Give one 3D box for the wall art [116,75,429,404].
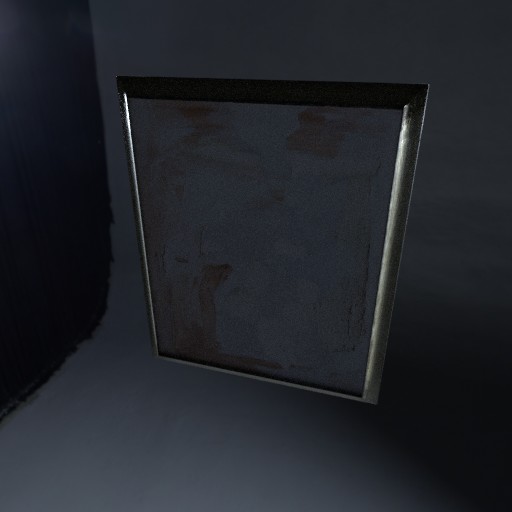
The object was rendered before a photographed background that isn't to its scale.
[{"bbox_3d":[0.000,0.000,0.617,0.381,0.457,0.023,8,28,15],"label":"wall art"}]
